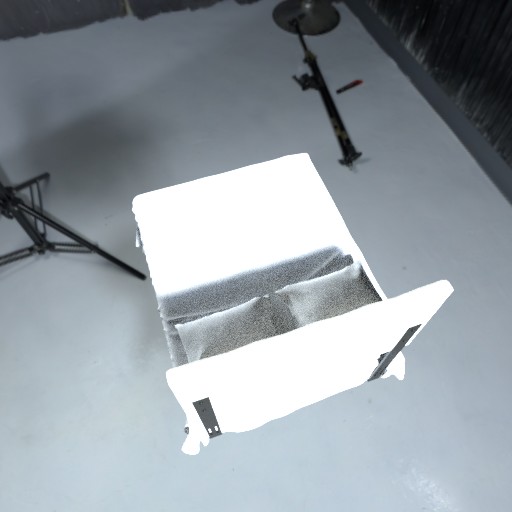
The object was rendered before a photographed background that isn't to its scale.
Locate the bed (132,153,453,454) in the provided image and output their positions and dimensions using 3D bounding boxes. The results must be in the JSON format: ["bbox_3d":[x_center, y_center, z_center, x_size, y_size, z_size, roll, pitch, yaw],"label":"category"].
[{"bbox_3d":[0.000,0.000,3.482,1.936,1.577,2.222,-16,60,-10],"label":"bed"}]
